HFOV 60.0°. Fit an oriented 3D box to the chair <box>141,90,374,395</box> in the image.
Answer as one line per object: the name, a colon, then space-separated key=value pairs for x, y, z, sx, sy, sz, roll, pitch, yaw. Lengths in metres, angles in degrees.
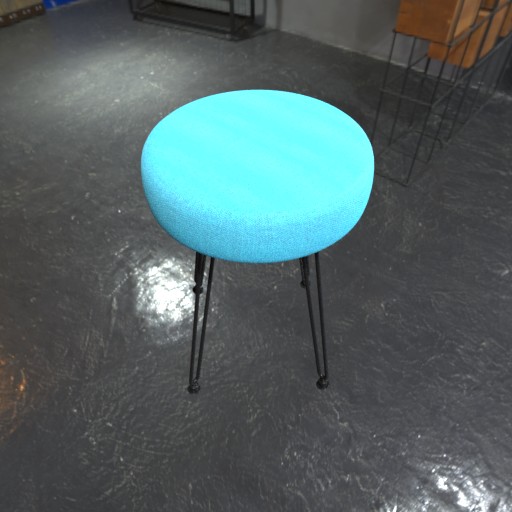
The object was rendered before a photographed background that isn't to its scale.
chair: x=0.000 y=0.000 z=0.715 sx=0.350 sy=0.440 sz=0.350 roll=33 pitch=55 yaw=27
